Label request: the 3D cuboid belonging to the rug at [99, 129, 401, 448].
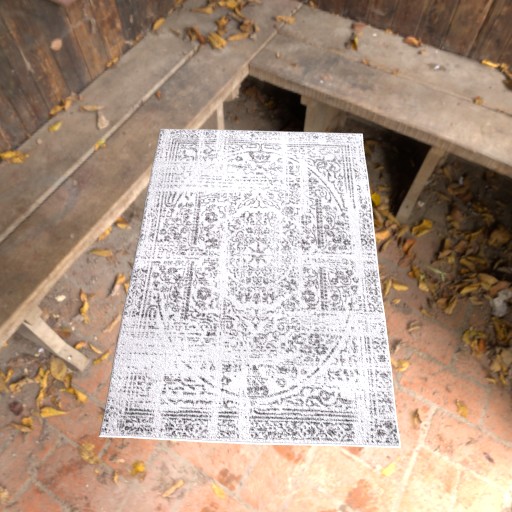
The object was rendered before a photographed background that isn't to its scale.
[{"bbox_3d":[0.000,0.000,3.097,1.706,0.026,2.438,2,60,1],"label":"rug"}]
